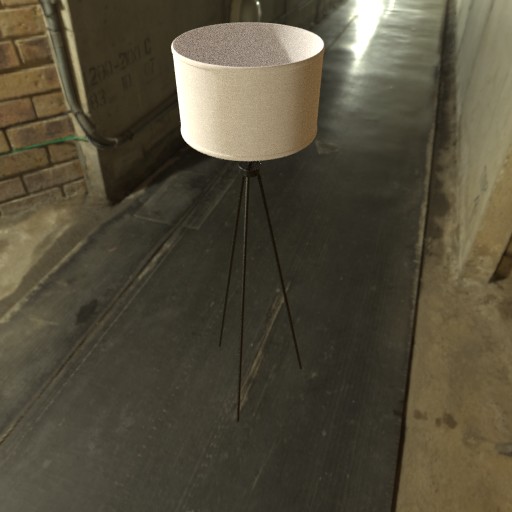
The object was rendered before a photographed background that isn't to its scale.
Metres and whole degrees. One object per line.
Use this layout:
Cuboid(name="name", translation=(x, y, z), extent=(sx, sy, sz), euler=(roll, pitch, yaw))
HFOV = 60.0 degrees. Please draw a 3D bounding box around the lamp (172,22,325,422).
Cuboid(name="lamp", translation=(0.000, 0.000, 1.705), extent=(0.458, 1.545, 0.448), euler=(-12, 43, -14))
